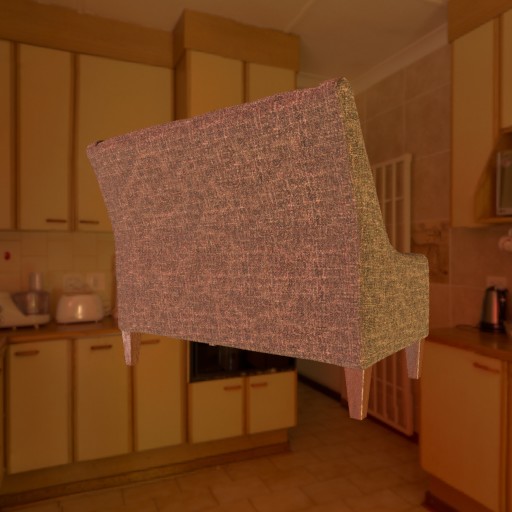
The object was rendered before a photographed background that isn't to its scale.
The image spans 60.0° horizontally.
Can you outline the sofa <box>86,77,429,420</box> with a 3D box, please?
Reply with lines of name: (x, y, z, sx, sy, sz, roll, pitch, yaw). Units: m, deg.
sofa: (0.000, 0.000, 1.915, 1.242, 1.021, 0.870, 0, 0, 37)
